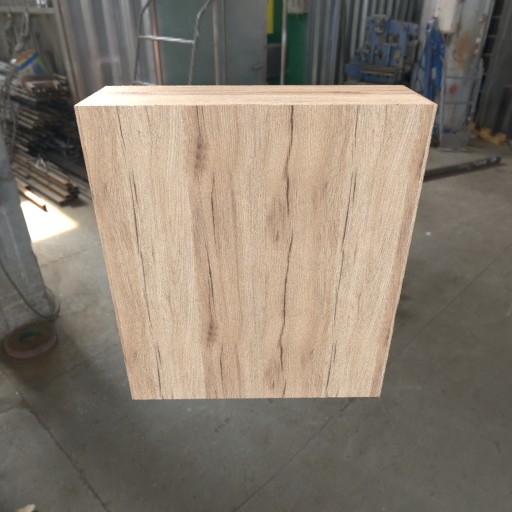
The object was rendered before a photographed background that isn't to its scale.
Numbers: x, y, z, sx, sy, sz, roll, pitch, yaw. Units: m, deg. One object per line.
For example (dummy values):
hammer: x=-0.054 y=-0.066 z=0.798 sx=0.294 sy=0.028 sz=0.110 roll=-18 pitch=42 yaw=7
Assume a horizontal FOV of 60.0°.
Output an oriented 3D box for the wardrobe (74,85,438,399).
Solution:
wardrobe: x=0.000 y=0.000 z=2.972 sx=1.810 sy=2.070 sz=0.580 roll=0 pitch=30 yaw=-1
